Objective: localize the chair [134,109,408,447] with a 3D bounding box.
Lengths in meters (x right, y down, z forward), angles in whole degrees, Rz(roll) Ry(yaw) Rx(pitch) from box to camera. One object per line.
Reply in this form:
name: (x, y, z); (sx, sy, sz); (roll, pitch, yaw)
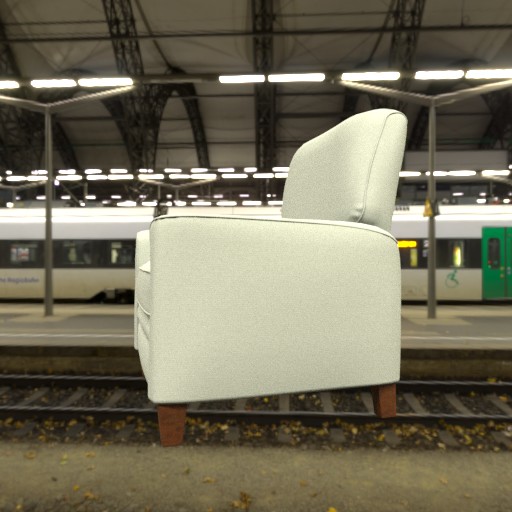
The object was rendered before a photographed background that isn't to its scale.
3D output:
chair: (0.000, 0.000, 1.638); (0.846, 1.007, 0.853); (0, 0, -18)
